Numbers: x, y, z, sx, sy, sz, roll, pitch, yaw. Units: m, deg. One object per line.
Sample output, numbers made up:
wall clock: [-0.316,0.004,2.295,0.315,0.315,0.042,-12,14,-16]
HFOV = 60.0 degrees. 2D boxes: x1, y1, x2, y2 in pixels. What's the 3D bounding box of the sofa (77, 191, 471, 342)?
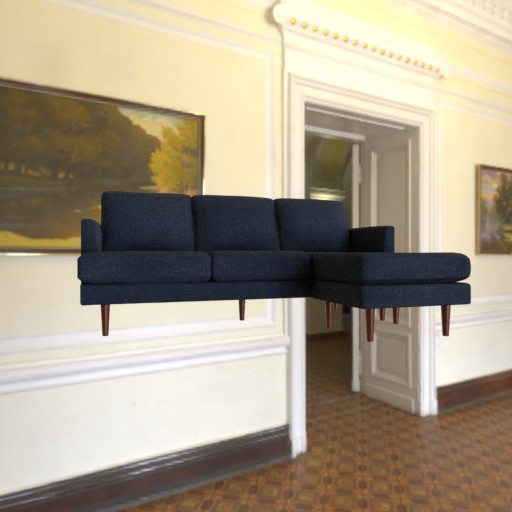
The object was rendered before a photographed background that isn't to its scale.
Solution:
sofa: [0.000,0.000,2.993,2.233,0.956,1.504,0,0,-19]
